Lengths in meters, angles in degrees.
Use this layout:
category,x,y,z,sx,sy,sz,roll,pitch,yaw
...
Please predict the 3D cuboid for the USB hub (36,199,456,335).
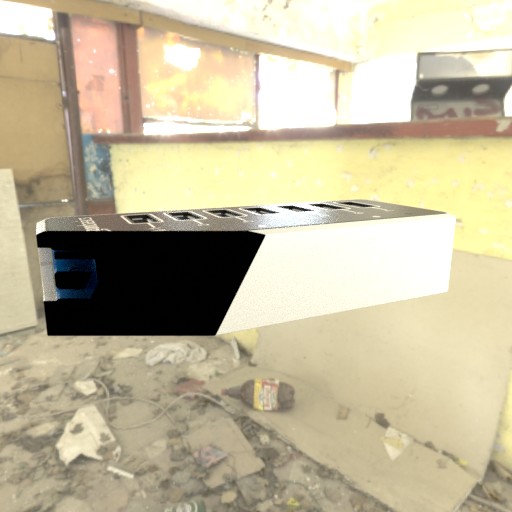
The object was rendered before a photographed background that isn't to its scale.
category,x,y,z,sx,sy,sz,roll,pitch,yaw
USB hub,0.000,0.000,0.125,0.110,0.023,0.044,-6,15,-25
